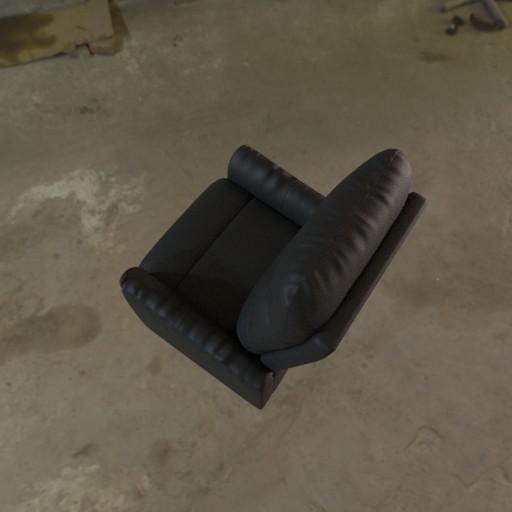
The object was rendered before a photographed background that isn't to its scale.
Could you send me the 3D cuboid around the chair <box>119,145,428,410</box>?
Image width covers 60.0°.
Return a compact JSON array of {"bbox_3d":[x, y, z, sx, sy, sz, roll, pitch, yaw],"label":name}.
[{"bbox_3d":[0.000,0.000,1.626,0.831,1.082,0.775,32,68,15],"label":"chair"}]
